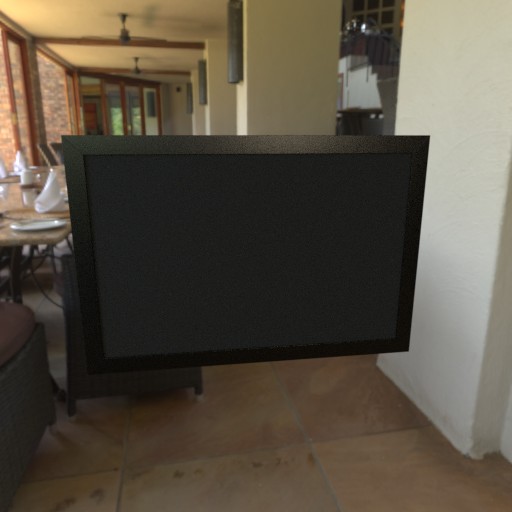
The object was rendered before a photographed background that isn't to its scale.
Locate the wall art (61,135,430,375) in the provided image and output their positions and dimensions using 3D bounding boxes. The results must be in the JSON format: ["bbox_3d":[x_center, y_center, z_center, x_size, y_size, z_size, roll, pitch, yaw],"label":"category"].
[{"bbox_3d":[0.000,0.000,0.850,0.660,0.447,0.013,-2,15,-8],"label":"wall art"}]
